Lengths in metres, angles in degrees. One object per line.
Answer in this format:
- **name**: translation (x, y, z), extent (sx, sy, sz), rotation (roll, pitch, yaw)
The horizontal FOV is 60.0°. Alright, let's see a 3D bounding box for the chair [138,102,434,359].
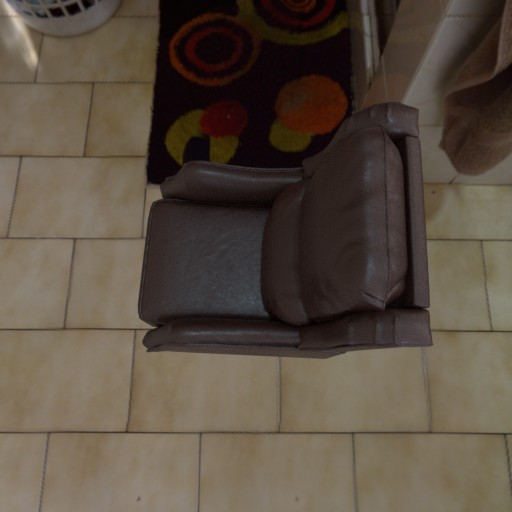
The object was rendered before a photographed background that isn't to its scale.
- **chair**: translation (0.000, 0.000, 1.751), extent (0.982, 1.132, 0.770), rotation (3, 74, 1)
